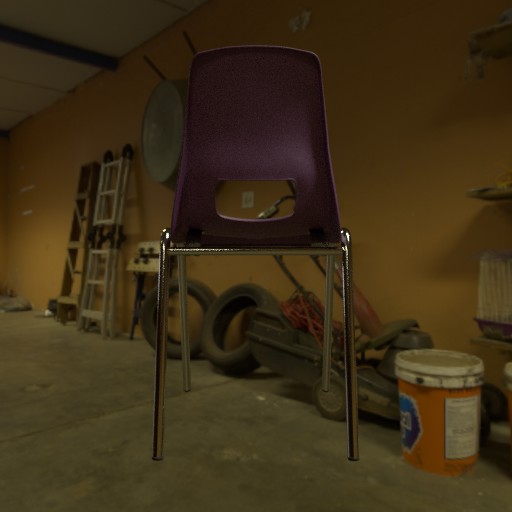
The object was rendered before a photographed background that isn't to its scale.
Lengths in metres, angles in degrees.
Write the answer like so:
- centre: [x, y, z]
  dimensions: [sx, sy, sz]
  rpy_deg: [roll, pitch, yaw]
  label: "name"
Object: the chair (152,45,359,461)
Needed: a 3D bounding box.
- centre: [0.000, 0.000, 0.950]
  dimensions: [0.381, 0.704, 0.432]
  rpy_deg: [0, 0, 0]
  label: "chair"
